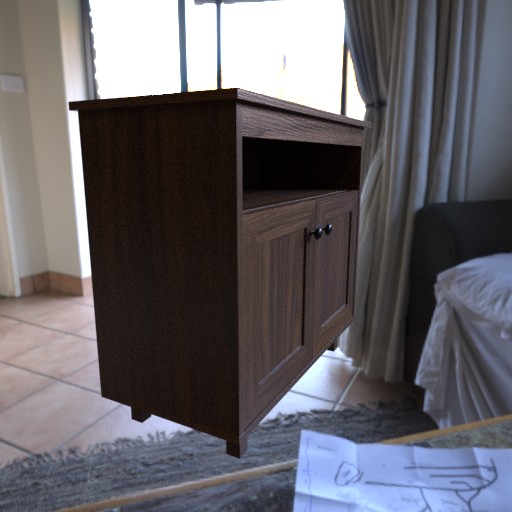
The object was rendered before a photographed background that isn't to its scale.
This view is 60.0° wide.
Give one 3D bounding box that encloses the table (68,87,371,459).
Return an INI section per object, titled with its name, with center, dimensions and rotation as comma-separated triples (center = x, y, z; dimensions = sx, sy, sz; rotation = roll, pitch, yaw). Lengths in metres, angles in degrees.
[table]
center = 0.000, 0.000, 1.187
dimensions = 0.390, 0.725, 0.802
rotation = 7, 14, 28
